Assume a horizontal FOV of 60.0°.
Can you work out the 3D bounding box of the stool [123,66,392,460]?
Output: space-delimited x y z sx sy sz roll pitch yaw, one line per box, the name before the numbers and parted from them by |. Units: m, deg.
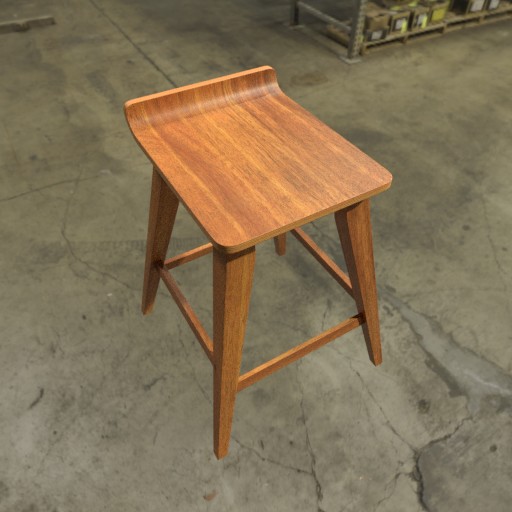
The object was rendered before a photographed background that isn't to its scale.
stool | 0.000 0.000 1.026 0.500 0.650 0.500 -23 50 -21
